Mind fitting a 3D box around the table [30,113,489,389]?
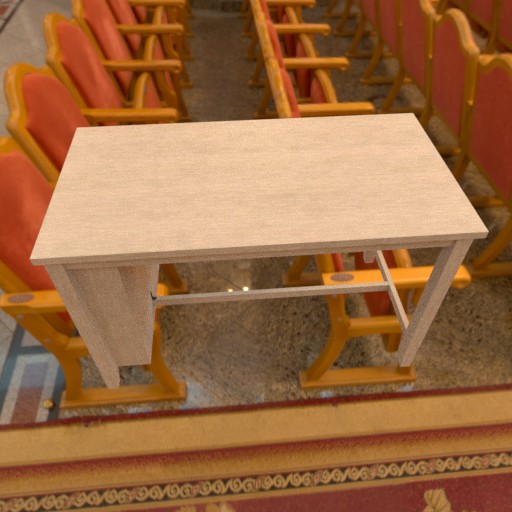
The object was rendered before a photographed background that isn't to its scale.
[{"bbox_3d":[0.000,0.000,1.910,1.397,0.874,0.729,-3,47,-3],"label":"table"}]
